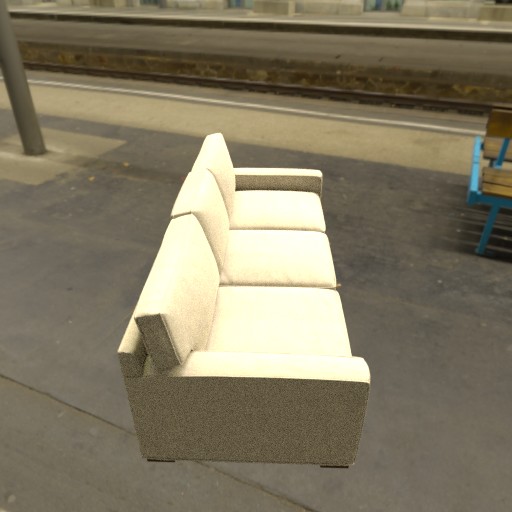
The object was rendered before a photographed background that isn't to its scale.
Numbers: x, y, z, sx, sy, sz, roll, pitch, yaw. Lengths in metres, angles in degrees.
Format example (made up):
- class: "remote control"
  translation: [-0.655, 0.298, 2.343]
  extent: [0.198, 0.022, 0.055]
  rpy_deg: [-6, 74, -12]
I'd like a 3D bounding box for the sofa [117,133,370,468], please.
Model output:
- class: "sofa"
  translation: [0.000, 0.000, 2.574]
  extent: [0.936, 0.862, 2.093]
  rpy_deg: [1, 33, 2]
